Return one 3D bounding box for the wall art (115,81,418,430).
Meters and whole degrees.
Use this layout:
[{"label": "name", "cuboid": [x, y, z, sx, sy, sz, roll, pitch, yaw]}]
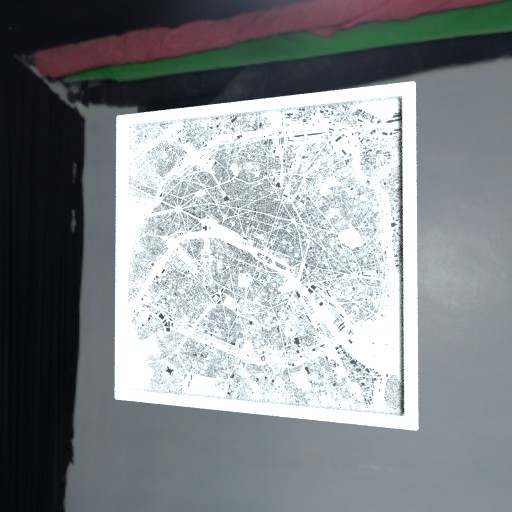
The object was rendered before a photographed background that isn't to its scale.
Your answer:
[{"label": "wall art", "cuboid": [0.000, 0.000, 0.448, 0.305, 0.305, 0.038, 0, -1, 17]}]
